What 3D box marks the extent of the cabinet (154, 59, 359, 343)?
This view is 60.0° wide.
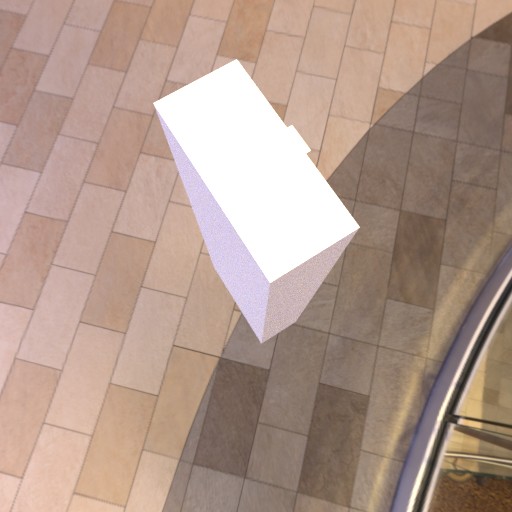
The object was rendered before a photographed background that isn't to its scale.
[{"bbox_3d":[0.000,0.000,1.807,0.255,1.630,0.520,-31,77,-8],"label":"cabinet"}]
